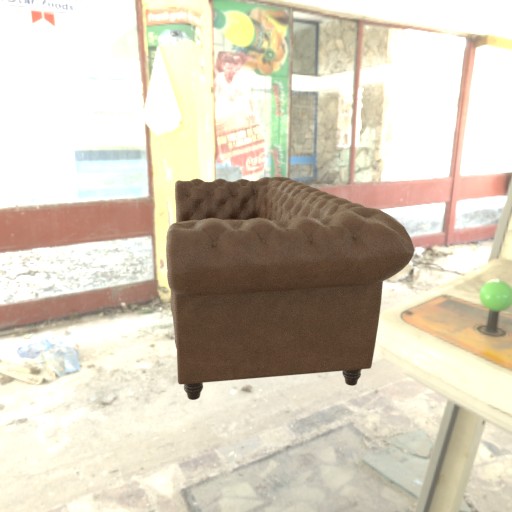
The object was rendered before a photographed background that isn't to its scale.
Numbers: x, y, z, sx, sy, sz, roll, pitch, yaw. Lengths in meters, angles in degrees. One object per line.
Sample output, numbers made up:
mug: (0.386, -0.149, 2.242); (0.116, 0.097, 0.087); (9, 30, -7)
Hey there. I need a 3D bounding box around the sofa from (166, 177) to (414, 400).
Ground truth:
sofa: (0.000, 0.000, 2.571); (0.955, 0.784, 2.048); (-2, 15, -9)
